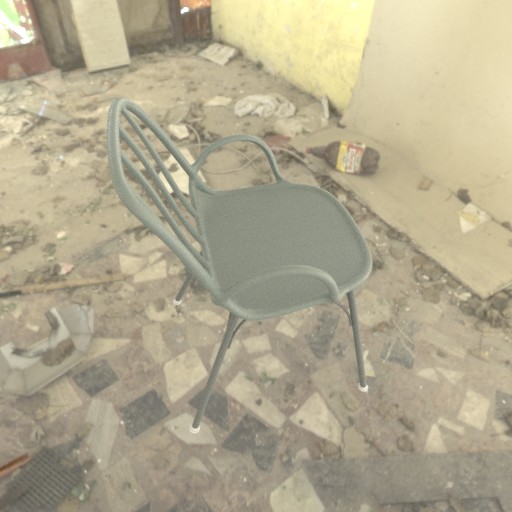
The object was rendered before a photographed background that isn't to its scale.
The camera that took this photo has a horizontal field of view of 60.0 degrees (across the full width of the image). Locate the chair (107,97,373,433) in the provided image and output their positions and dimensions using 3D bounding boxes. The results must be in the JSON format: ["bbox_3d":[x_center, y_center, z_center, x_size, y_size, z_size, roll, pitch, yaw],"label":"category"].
[{"bbox_3d":[0.000,0.000,1.189,0.597,0.816,0.549,-9,45,-9],"label":"chair"}]
